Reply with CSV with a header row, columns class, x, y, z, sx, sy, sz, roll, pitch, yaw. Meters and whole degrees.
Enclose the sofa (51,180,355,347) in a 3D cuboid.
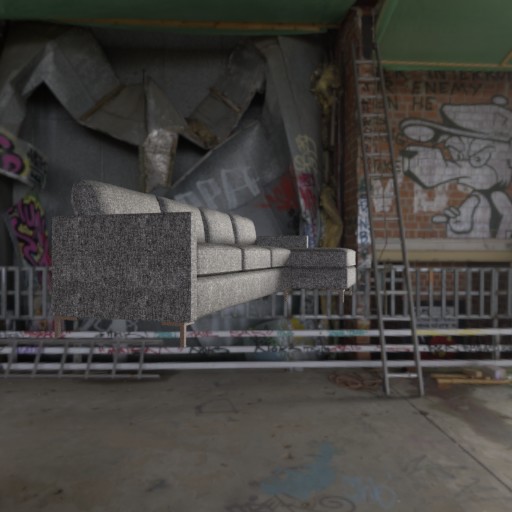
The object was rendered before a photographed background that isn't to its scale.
class,x,y,z,sx,sy,sz,roll,pitch,yaw
sofa,0.000,0.000,4.029,1.488,0.970,3.384,0,0,18
